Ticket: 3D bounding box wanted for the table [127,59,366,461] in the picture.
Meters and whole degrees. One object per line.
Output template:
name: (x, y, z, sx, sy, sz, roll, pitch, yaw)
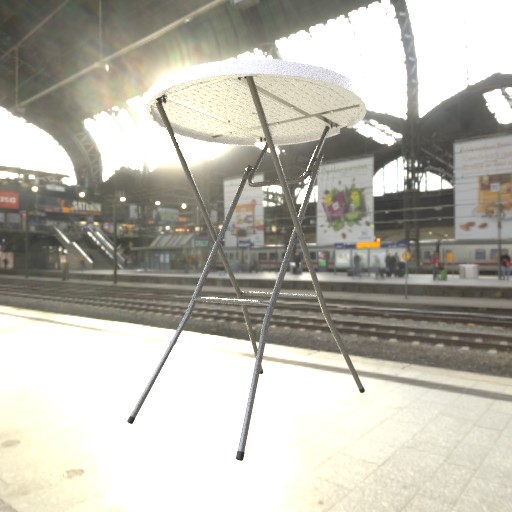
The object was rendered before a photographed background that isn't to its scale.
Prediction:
table: (0.000, 0.000, 1.634, 0.792, 1.105, 0.795, 0, -1, 36)
